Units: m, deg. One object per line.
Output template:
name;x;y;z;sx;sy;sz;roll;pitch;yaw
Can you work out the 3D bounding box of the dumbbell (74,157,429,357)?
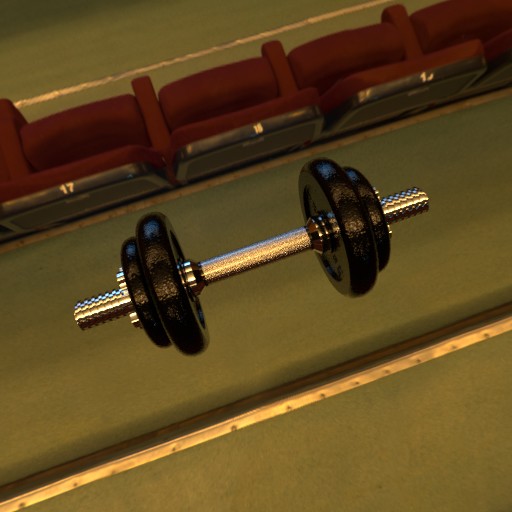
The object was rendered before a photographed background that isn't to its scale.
dumbbell;0.000;0.000;0.609;0.497;0.202;0.202;-19;77;-5
